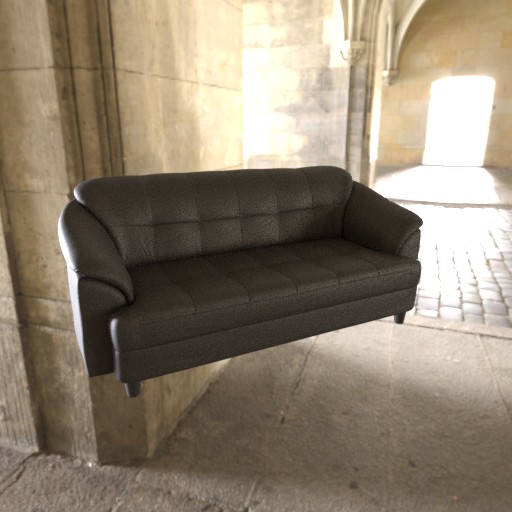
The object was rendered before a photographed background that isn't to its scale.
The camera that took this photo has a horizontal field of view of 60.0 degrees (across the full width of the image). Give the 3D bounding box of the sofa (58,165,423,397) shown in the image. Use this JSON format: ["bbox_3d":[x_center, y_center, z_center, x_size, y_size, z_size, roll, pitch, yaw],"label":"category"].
[{"bbox_3d":[0.000,0.000,2.292,1.829,0.811,0.800,-9,19,-26],"label":"sofa"}]
